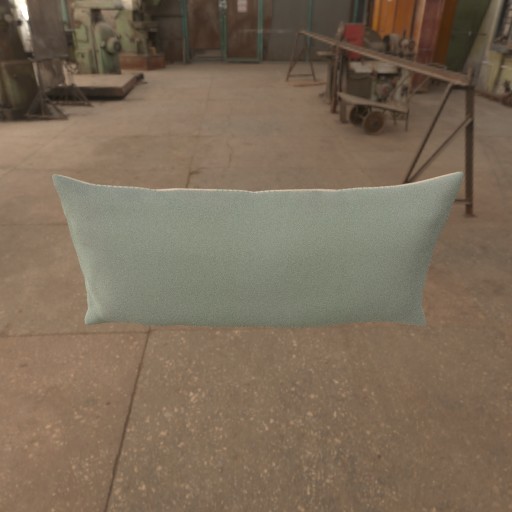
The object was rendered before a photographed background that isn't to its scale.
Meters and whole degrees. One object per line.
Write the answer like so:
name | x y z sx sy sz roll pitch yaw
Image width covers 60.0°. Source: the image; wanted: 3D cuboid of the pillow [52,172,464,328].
pillow | 0.000 0.000 0.724 0.610 0.287 0.151 0 29 0
